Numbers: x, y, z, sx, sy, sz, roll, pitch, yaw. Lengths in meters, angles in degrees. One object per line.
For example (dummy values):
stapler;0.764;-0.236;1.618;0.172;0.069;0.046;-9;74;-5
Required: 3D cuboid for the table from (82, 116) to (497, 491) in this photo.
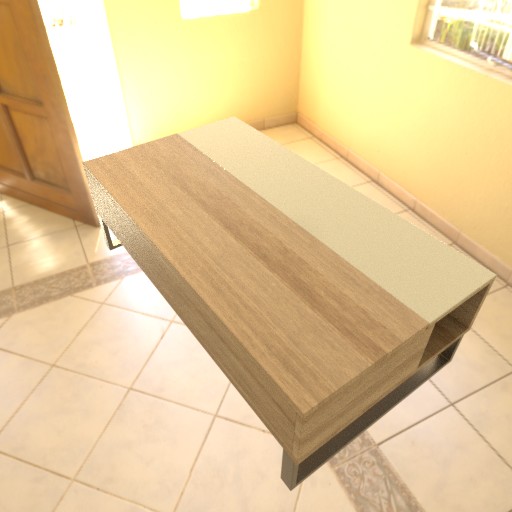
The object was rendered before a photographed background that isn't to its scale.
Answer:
table;0.000;0.000;1.357;0.600;0.350;1.100;-26;47;-26
